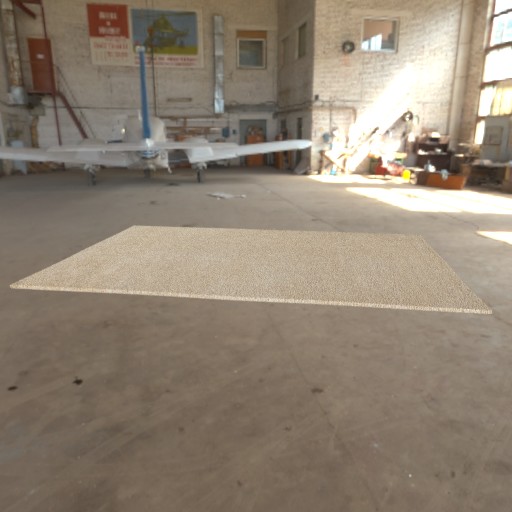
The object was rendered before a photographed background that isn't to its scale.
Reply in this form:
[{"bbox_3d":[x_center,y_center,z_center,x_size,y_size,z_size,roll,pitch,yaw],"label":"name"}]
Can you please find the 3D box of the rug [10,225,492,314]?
[{"bbox_3d":[0.000,0.000,3.308,2.699,0.025,1.800,2,16,8],"label":"rug"}]
